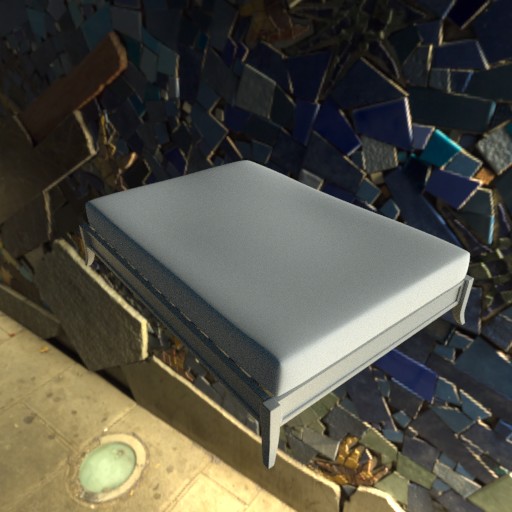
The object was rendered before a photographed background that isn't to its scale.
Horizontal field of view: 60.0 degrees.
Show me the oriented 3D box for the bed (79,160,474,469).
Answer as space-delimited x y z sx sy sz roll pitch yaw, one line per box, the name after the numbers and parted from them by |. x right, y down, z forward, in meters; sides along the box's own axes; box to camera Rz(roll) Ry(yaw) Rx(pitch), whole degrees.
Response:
0.000 0.000 2.674 1.460 0.510 1.985 -22 37 -33 | bed
